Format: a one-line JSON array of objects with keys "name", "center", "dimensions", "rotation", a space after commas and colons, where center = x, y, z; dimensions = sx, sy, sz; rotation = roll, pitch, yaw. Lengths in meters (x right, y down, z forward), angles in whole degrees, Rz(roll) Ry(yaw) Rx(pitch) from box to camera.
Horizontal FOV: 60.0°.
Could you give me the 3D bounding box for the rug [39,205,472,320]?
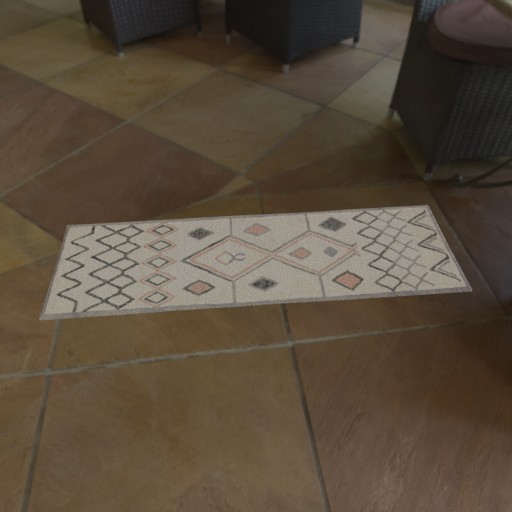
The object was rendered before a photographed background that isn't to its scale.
[{"name": "rug", "center": [0.000, 0.000, 2.731], "dimensions": [2.435, 0.011, 0.750], "rotation": [-3, 48, -3]}]
